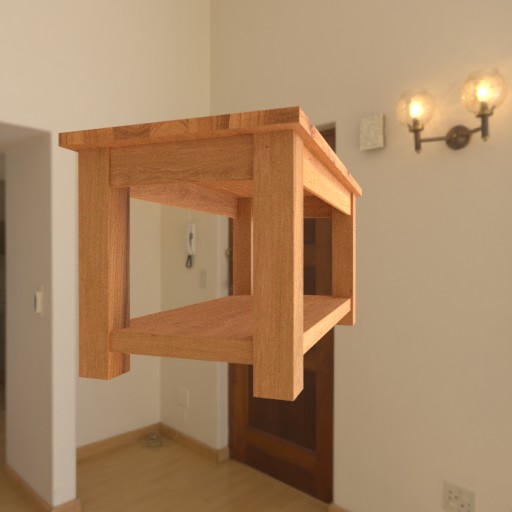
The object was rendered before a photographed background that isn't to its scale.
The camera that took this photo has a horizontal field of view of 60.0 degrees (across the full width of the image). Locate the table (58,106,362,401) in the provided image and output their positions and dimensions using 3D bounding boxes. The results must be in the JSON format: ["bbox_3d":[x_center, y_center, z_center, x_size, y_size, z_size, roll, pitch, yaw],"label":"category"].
[{"bbox_3d":[0.000,0.000,1.159,0.450,0.452,0.899,0,0,19],"label":"table"}]
